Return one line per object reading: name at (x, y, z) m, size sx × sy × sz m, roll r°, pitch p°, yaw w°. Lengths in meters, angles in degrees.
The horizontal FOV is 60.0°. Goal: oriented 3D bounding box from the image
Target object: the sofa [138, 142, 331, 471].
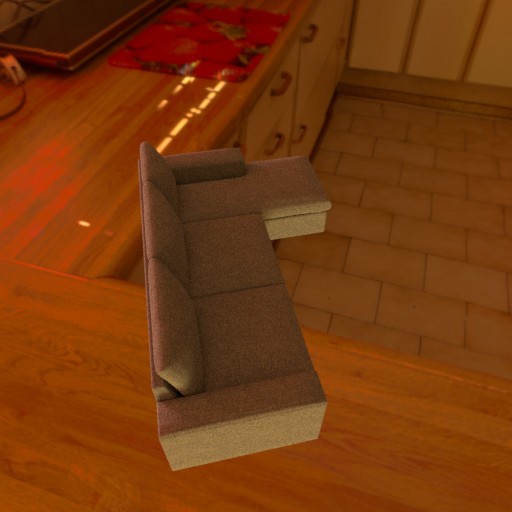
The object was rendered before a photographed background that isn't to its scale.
sofa at (0.000, 0.000, 3.564) m, size 1.689 × 0.940 × 2.718 m, roll -9°, pitch 48°, yaw -8°
